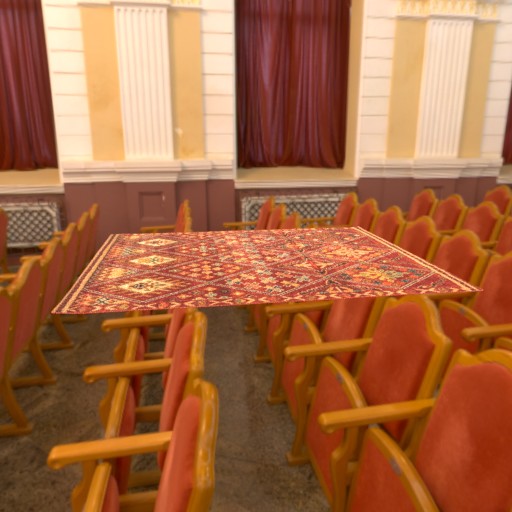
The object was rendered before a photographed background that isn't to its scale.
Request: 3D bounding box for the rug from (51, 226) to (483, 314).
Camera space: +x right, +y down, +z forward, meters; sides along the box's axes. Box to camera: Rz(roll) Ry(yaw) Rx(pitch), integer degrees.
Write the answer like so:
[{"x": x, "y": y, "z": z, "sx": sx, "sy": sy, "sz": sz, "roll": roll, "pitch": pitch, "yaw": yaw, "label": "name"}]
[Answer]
[{"x": 0.000, "y": 0.000, "z": 4.280, "sx": 3.086, "sy": 0.030, "sz": 2.489, "roll": -2, "pitch": 15, "yaw": -9, "label": "rug"}]
